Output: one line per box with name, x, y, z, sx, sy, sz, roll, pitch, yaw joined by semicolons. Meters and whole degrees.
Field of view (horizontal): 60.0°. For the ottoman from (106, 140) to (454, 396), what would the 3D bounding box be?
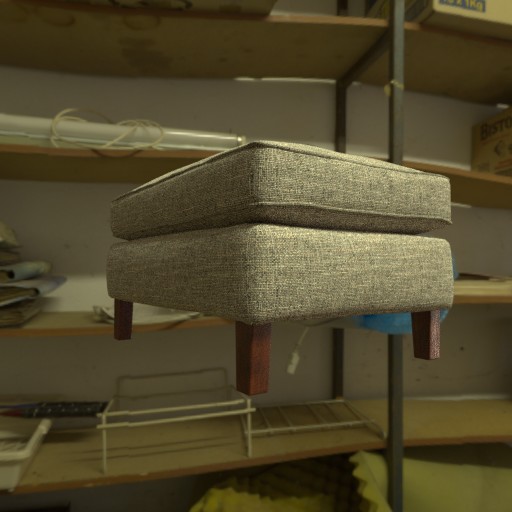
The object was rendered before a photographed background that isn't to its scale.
ottoman;0.000;0.000;0.992;0.508;0.406;0.686;1;-2;-35
